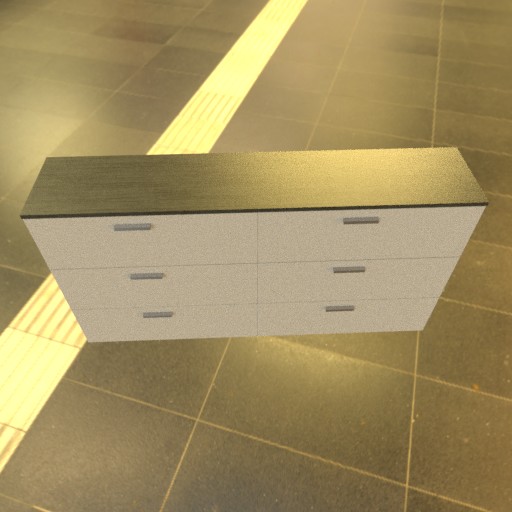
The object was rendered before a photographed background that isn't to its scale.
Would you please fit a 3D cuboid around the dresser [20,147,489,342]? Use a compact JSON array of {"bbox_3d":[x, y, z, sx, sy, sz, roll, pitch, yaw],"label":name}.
[{"bbox_3d":[0.000,0.000,1.840,1.535,0.790,0.333,-2,48,-2],"label":"dresser"}]
